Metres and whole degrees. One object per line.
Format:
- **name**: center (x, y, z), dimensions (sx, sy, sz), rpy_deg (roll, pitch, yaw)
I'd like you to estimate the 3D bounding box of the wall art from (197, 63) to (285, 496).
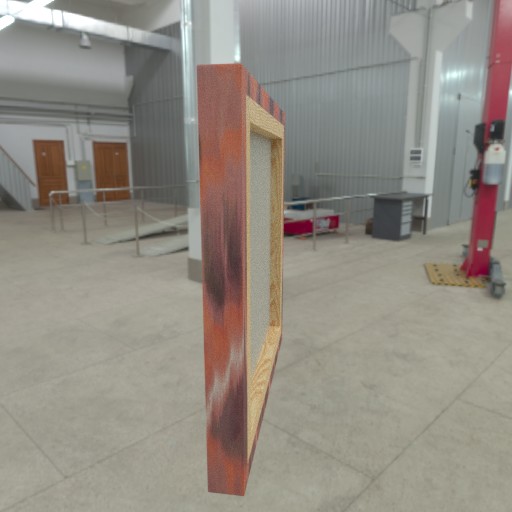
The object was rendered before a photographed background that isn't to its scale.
- **wall art**: center (0.000, 0.000, 0.598), dimensions (0.038, 0.406, 0.403), rpy_deg (2, 12, 9)
